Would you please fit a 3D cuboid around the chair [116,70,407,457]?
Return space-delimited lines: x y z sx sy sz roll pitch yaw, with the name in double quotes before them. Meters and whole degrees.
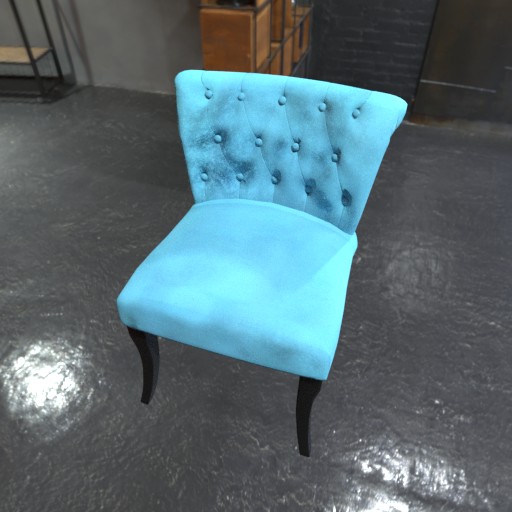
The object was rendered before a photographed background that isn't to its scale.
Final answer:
"chair" 0.000 0.000 1.165 0.582 0.750 0.605 13 43 14
